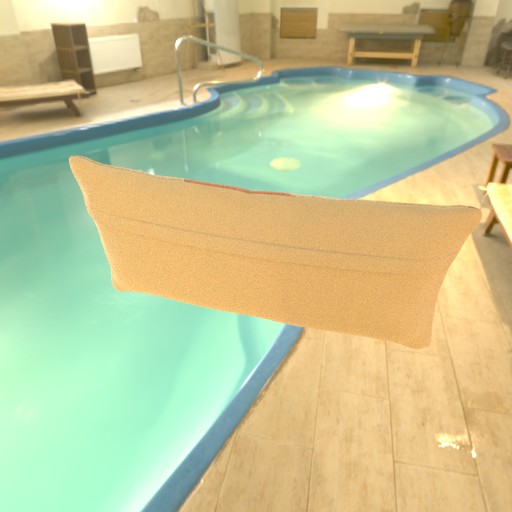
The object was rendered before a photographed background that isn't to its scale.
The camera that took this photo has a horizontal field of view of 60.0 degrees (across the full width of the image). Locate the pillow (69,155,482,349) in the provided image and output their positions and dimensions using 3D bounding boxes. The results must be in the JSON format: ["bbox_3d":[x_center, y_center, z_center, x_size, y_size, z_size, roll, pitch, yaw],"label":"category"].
[{"bbox_3d":[0.000,0.000,0.721,0.609,0.292,0.155,9,33,14],"label":"pillow"}]
